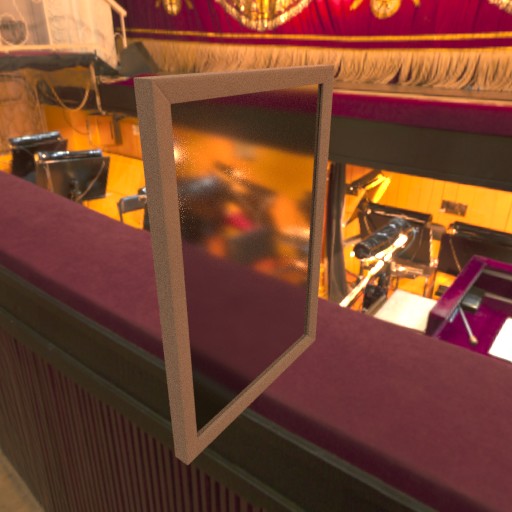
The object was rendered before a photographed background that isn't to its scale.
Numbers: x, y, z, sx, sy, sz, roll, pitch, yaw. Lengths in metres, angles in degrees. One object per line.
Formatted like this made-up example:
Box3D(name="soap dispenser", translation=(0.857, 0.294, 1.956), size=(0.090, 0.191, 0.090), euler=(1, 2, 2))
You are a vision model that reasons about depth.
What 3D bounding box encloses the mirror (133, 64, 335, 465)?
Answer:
Box3D(name="mirror", translation=(0.000, 0.000, 0.916), size=(0.040, 0.710, 0.507), euler=(18, 31, 32))
